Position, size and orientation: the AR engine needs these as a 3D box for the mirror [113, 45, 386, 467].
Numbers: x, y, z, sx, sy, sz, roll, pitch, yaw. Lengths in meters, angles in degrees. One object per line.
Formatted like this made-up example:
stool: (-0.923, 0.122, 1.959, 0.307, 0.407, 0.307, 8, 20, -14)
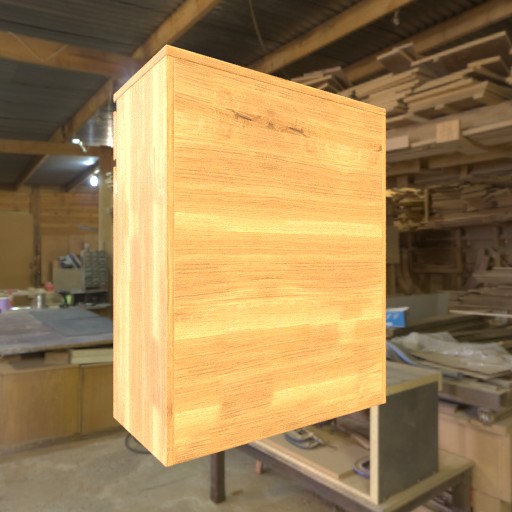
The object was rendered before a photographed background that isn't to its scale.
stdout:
mirror: (0.000, 0.000, 1.440, 0.800, 1.000, 0.400, 0, 0, -35)
